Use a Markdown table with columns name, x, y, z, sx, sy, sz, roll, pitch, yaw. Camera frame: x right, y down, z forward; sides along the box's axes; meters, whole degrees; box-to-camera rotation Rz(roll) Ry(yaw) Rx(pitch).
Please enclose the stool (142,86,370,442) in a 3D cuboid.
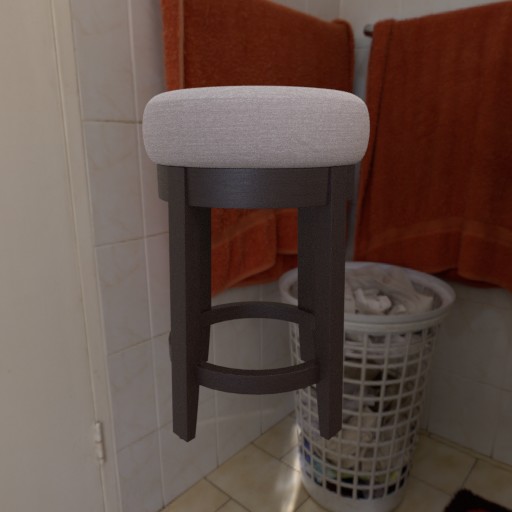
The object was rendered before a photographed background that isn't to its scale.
| name | x | y | z | sx | sy | sz | roll | pitch | yaw |
| --- | --- | --- | --- | --- | --- | --- | --- | --- | --- |
| stool | 0.000 | 0.000 | 0.956 | 0.443 | 0.672 | 0.443 | 0 | 15 | 0 |
